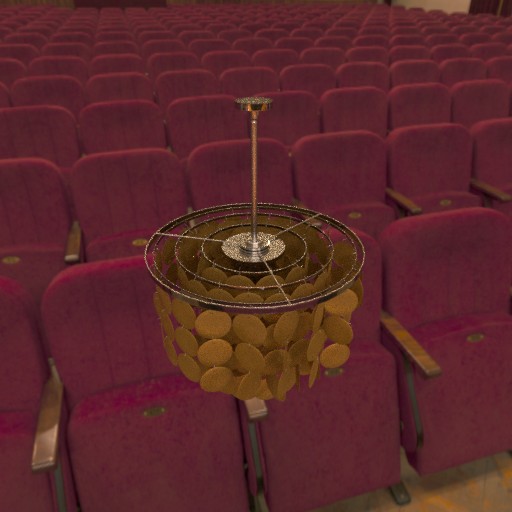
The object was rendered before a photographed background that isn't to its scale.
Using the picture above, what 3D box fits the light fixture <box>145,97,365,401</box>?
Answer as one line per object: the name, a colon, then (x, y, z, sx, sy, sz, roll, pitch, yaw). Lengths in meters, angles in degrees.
light fixture: (0.000, 0.000, 0.734, 0.368, 0.492, 0.368, 0, 29, 0)
